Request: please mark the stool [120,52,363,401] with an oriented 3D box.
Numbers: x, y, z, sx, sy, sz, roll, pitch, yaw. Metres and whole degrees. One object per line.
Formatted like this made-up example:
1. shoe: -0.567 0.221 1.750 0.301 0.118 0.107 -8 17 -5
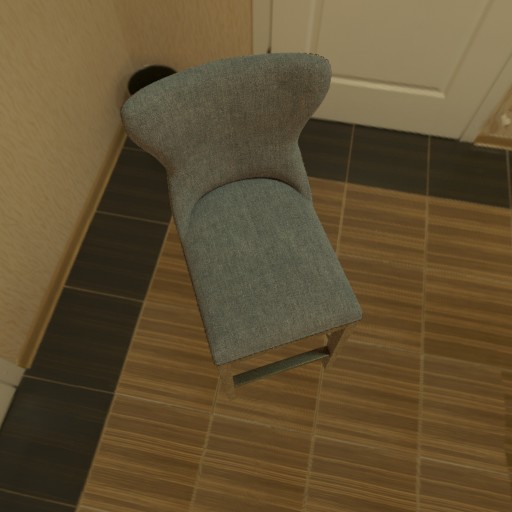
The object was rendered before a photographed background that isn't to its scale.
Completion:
1. stool: 0.000 0.000 1.333 0.498 0.981 0.608 -16 65 -8
